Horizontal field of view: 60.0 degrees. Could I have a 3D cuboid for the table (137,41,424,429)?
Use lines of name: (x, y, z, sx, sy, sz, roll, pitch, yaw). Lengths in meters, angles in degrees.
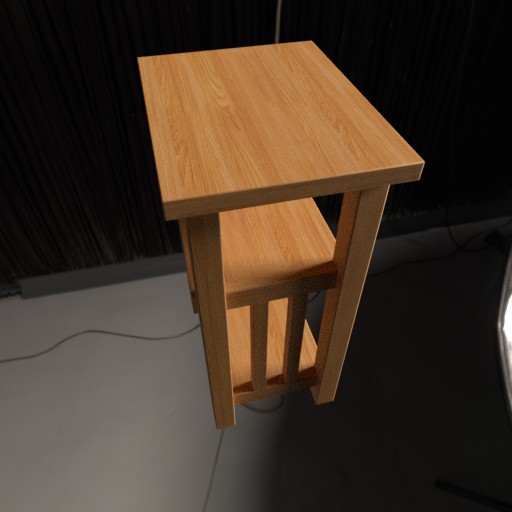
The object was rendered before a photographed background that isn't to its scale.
table: (0.000, 0.000, 0.747, 0.270, 0.550, 0.350, -10, 46, -10)
